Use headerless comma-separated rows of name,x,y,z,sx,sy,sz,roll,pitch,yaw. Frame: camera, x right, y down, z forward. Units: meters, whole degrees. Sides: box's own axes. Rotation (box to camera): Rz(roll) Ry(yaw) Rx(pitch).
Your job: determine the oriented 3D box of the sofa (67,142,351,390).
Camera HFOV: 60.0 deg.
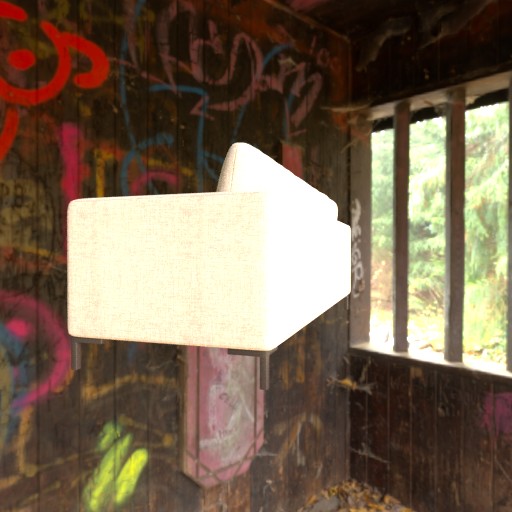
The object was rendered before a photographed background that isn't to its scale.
sofa,0.000,0.000,2.640,0.859,0.874,2.218,0,1,19
